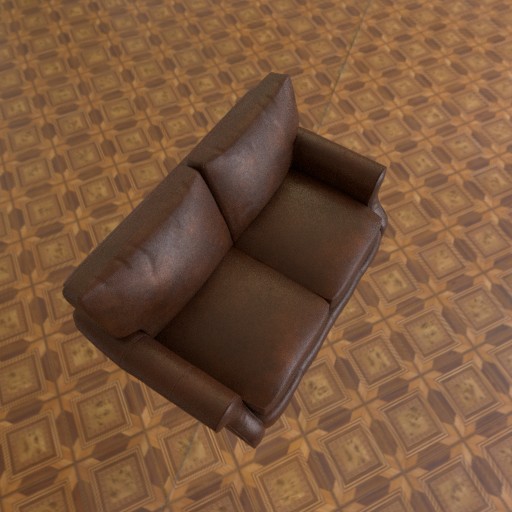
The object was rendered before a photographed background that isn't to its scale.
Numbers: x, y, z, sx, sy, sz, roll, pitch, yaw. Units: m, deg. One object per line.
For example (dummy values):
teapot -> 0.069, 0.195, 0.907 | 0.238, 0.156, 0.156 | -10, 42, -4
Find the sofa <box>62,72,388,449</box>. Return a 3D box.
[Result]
sofa -> 0.000, 0.000, 2.237 | 0.990, 0.976, 1.616 | 29, 64, 16
